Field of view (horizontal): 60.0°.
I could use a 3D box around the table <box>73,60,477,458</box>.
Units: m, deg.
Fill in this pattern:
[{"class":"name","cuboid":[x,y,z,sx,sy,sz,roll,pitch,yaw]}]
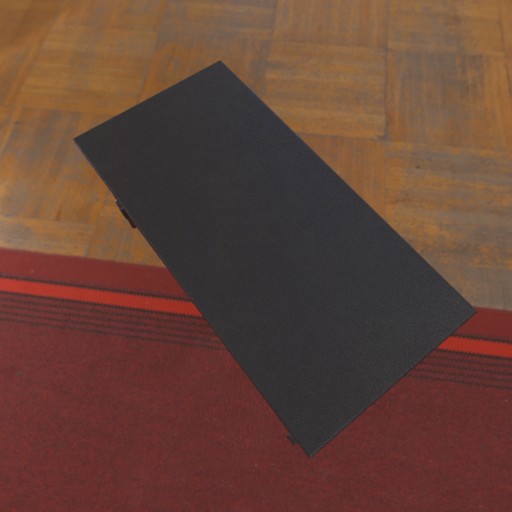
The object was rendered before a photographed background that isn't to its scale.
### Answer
[{"class":"table","cuboid":[0.000,0.000,1.451,0.550,0.510,1.107,-35,69,-15]}]
